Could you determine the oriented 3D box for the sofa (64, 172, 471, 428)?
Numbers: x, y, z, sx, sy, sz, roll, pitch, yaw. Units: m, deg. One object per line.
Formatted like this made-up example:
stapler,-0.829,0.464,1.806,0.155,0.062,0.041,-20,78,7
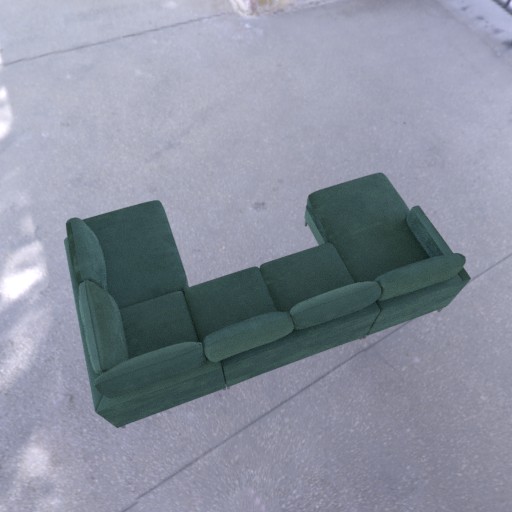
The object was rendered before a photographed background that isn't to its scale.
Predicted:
sofa,0.000,0.000,4.384,3.434,0.992,2.055,-18,60,-11
